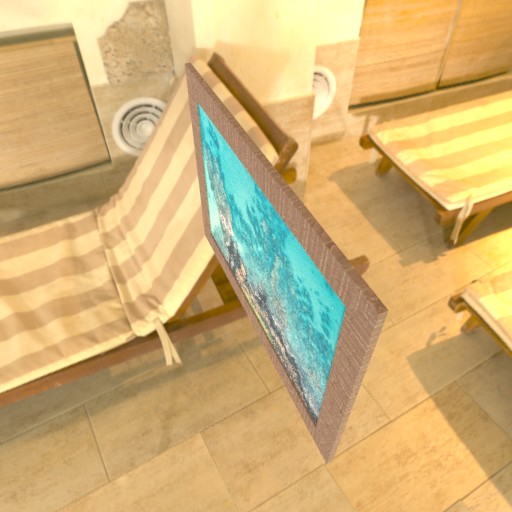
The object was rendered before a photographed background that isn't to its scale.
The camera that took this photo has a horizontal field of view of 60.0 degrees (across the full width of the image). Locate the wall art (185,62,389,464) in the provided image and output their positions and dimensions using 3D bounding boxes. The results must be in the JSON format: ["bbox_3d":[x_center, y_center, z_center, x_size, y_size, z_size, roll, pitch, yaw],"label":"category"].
[{"bbox_3d":[0.000,0.000,1.355,0.020,0.761,1.056,-18,50,-16],"label":"wall art"}]
